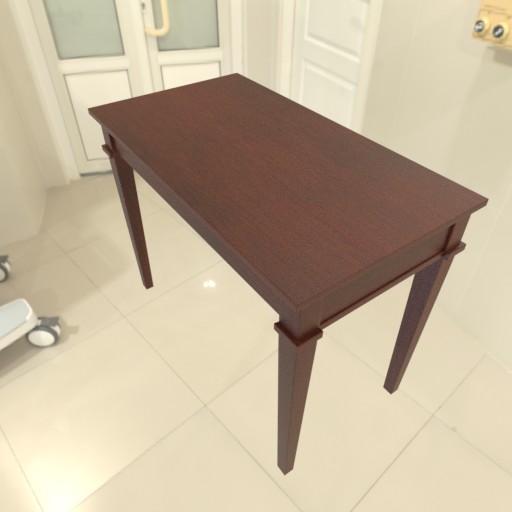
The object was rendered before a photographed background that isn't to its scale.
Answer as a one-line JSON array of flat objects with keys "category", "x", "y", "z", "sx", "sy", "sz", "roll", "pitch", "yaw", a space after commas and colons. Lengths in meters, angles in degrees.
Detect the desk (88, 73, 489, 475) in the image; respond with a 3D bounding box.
[{"category": "desk", "x": 0.000, "y": 0.000, "z": 1.413, "sx": 0.549, "sy": 0.762, "sz": 1.001, "roll": -25, "pitch": 47, "yaw": -26}]
